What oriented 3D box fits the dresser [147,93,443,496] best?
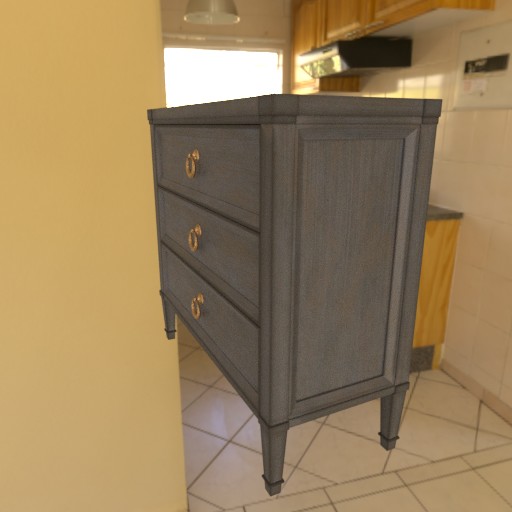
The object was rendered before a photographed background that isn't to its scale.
[{"bbox_3d":[0.000,0.000,1.534,0.463,0.986,1.049,-8,18,-25],"label":"dresser"}]
